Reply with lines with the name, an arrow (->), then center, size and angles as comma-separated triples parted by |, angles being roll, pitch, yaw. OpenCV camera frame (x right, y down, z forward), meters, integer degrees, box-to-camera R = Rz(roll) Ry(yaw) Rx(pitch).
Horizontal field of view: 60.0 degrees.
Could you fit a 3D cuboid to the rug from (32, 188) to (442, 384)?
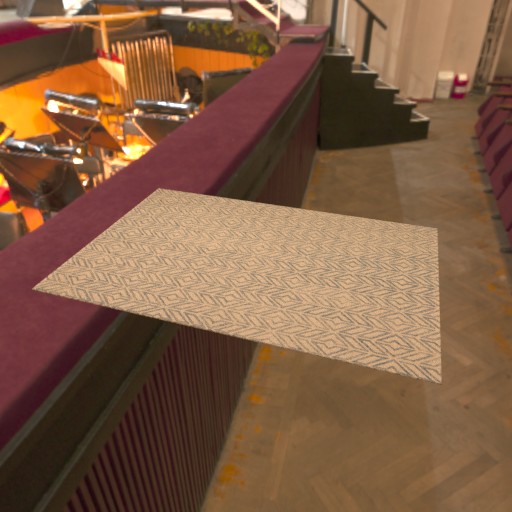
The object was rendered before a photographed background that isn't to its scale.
rug -> 0.000, 0.000, 2.338 | 1.824, 0.008, 1.220 | 10, 34, 15
